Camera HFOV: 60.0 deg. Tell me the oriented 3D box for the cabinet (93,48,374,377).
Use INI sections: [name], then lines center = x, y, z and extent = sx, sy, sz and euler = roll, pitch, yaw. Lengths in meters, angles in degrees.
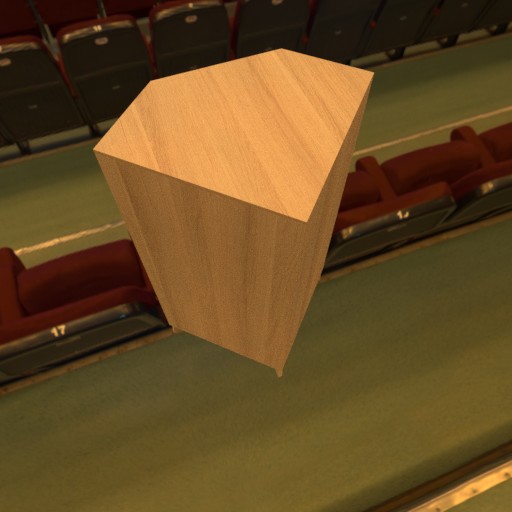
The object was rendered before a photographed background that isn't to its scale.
[cabinet]
center = 0.000, 0.000, 2.645
extent = 1.272, 1.957, 0.969
euler = -19, 61, -11
